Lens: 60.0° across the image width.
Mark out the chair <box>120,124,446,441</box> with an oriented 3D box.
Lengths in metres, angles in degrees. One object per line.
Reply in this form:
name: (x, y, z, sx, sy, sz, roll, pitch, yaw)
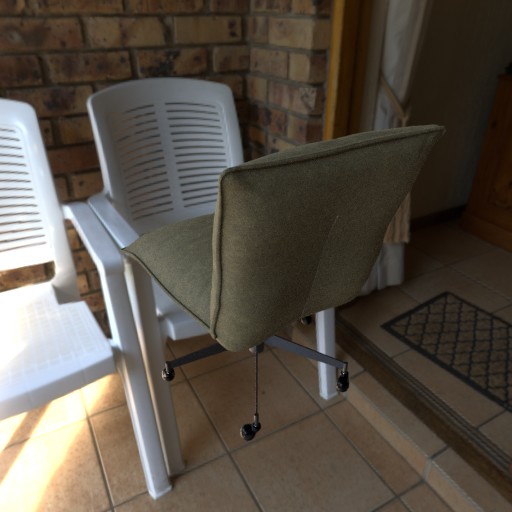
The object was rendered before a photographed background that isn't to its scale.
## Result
chair: (0.000, 0.000, 1.284, 0.597, 0.811, 0.696, -19, 34, -30)
